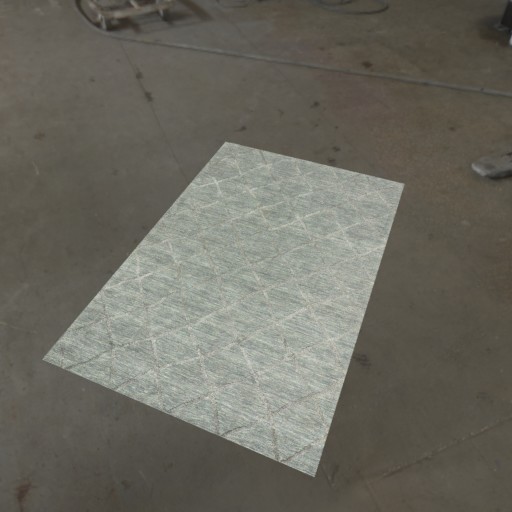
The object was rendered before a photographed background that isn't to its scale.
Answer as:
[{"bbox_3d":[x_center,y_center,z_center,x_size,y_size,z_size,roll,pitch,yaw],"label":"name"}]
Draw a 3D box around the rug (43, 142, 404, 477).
[{"bbox_3d":[0.000,0.000,2.892,1.521,0.006,2.283,17,49,15],"label":"rug"}]
